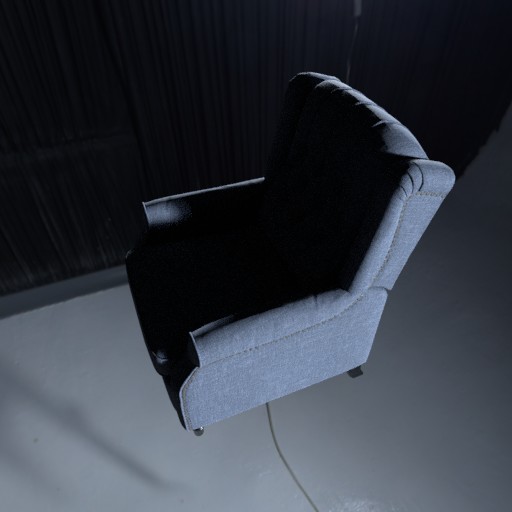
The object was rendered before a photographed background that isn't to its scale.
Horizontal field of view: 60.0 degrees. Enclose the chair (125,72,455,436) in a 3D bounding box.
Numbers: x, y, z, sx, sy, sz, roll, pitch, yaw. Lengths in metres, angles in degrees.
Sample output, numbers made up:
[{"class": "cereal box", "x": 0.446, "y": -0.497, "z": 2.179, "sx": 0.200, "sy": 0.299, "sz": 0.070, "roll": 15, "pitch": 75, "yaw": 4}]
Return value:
[{"class": "chair", "x": 0.000, "y": 0.000, "z": 1.585, "sx": 0.898, "sy": 1.035, "sz": 0.742, "roll": -16, "pitch": 47, "yaw": -15}]
